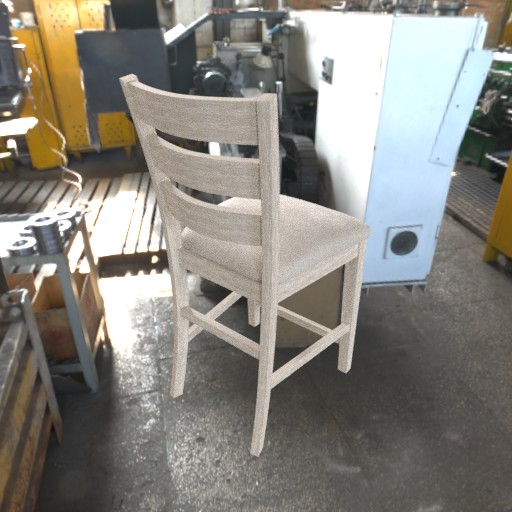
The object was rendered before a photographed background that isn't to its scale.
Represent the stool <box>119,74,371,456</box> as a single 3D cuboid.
[{"bbox_3d":[0.000,0.000,1.336,0.484,1.032,0.569,22,36,33],"label":"stool"}]
